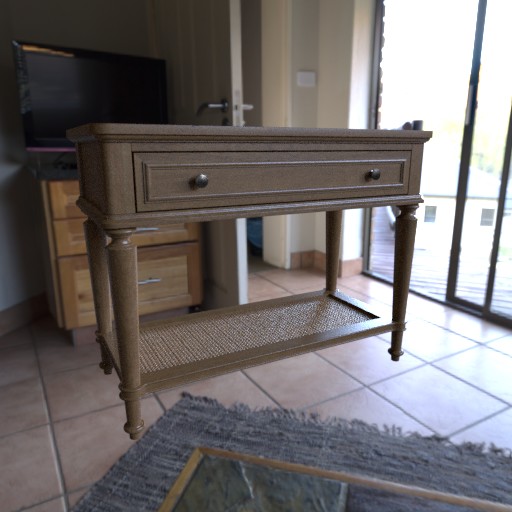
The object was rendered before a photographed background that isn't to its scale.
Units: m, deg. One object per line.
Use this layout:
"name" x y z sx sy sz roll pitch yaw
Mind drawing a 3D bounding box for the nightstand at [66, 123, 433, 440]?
"nightstand" 0.000 0.000 1.285 0.914 0.700 0.432 -7 16 -27
